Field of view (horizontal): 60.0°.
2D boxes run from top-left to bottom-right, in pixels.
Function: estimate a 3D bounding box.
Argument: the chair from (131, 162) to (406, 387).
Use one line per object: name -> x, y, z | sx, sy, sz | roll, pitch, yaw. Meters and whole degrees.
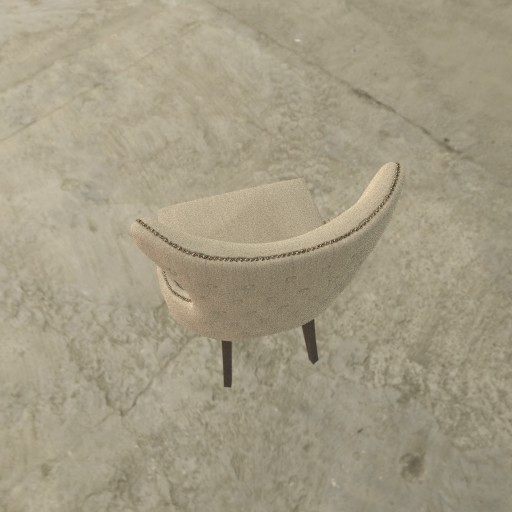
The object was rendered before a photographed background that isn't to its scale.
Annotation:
chair -> 0.000, 0.000, 1.396 | 0.628, 0.967, 0.635 | -13, 58, -8
